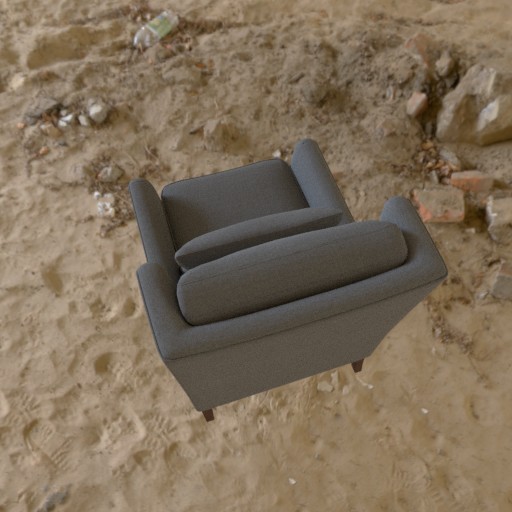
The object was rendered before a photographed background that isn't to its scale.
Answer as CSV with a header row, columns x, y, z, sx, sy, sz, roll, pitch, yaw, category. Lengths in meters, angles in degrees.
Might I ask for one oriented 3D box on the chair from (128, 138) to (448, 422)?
x,y,z,sx,sy,sz,roll,pitch,yaw,category
0.000,0.000,1.829,0.866,1.056,1.040,-15,60,-9,chair
